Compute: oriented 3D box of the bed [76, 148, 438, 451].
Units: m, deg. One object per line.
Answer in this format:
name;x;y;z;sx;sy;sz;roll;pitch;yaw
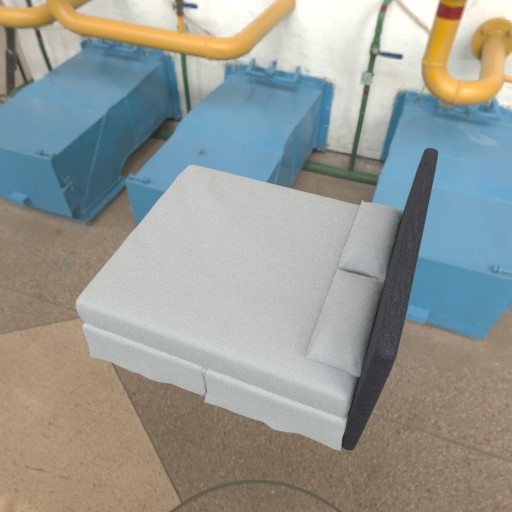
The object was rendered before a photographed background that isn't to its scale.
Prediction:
bed;0.000;0.000;3.346;2.142;1.330;1.884;16;50;14
